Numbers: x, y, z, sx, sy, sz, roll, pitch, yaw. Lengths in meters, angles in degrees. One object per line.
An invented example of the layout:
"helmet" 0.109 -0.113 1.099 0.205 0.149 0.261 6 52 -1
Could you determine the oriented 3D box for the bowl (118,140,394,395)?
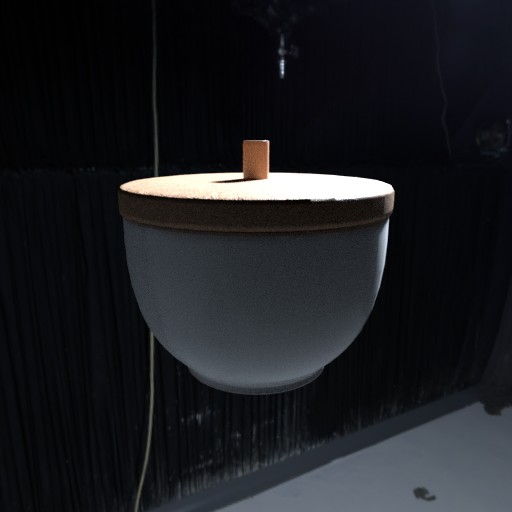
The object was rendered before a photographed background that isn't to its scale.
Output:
"bowl" 0.000 0.000 0.219 0.126 0.110 0.126 0 14 0
